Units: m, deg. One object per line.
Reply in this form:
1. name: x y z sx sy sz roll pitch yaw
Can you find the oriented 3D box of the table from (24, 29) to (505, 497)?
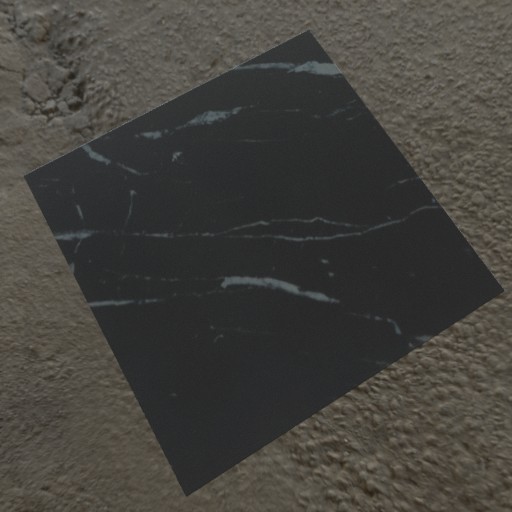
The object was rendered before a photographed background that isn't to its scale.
1. table: 0.000 0.000 1.227 0.800 0.450 0.800 -30 77 -7
